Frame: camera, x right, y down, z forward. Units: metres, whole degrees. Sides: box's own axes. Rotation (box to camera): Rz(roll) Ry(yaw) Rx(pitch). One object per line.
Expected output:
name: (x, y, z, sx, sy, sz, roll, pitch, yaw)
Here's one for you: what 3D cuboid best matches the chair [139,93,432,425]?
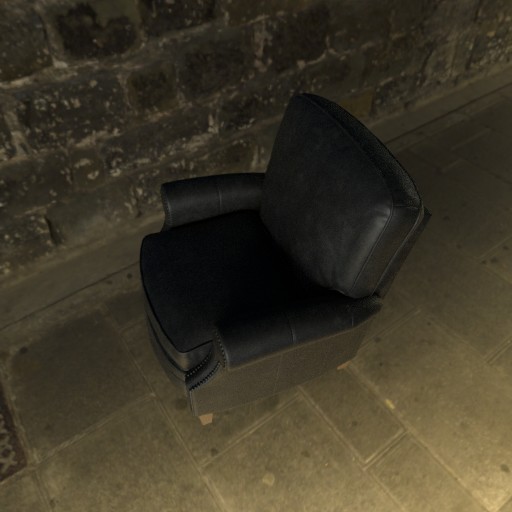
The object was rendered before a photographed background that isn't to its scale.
chair: (0.000, 0.000, 1.783, 0.986, 1.018, 0.936, -16, 49, -14)
